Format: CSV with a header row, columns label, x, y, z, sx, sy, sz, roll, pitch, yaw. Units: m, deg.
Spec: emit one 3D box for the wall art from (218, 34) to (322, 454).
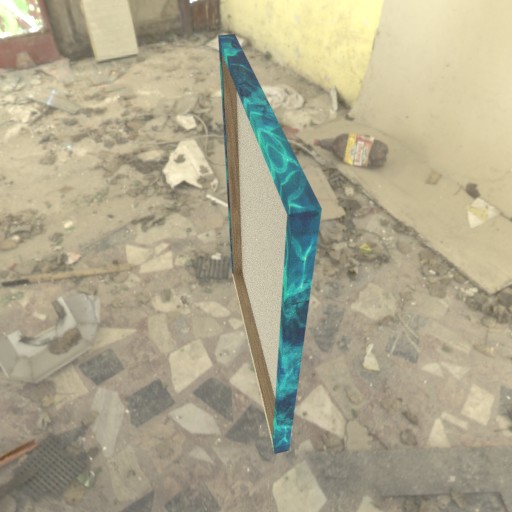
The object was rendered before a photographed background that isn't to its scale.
label,x,y,z,sx,sy,sz,roll,pitch,yaw
wall art,0.000,0.000,1.020,0.038,0.760,0.609,-9,46,-8
